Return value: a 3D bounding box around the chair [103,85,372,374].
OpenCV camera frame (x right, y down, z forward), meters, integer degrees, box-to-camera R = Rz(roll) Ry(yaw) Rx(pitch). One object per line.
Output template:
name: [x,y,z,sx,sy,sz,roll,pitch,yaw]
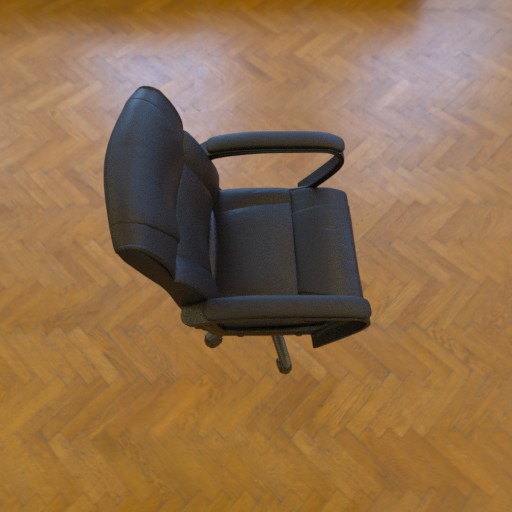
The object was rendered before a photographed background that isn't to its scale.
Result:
chair: [0.000,0.000,1.367,0.641,0.998,0.576,-2,63,-1]
